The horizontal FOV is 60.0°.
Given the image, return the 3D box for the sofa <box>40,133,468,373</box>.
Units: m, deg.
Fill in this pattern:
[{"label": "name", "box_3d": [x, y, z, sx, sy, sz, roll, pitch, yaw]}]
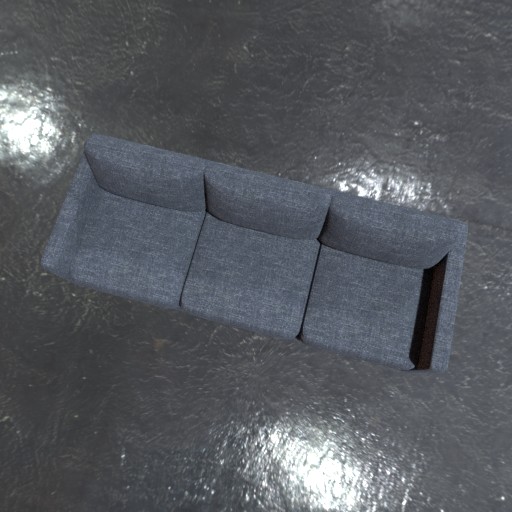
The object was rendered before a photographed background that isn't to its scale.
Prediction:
[{"label": "sofa", "box_3d": [0.000, 0.000, 2.624, 2.218, 0.874, 0.859, 14, 76, 4]}]
